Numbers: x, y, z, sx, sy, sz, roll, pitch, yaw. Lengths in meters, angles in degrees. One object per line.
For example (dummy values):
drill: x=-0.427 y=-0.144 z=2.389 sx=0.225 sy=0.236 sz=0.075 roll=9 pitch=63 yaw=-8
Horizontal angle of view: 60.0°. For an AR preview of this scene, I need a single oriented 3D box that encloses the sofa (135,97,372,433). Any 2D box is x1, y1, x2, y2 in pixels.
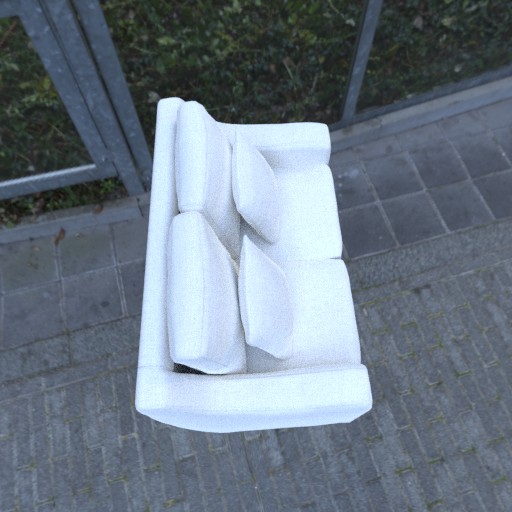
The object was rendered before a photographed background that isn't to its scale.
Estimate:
sofa: x=0.000 y=0.000 z=2.442 sx=1.040 sy=1.047 sz=1.744 roll=-2 pitch=62 yaw=-1
